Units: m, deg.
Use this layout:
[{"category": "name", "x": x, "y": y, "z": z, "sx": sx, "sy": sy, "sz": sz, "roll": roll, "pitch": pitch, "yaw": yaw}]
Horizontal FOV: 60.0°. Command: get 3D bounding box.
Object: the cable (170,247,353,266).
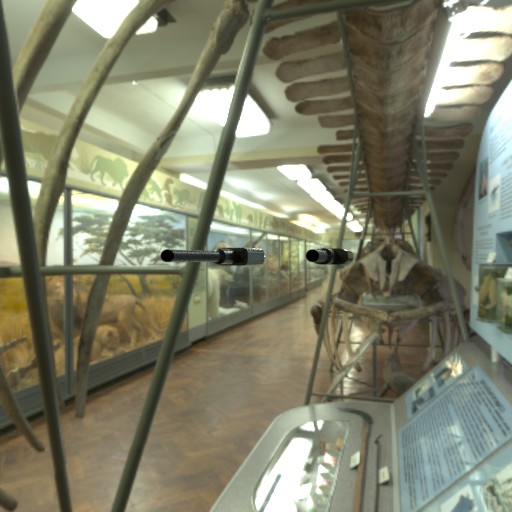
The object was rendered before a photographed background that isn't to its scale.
[{"category": "cable", "x": 0.000, "y": 0.000, "z": 0.109, "sx": 0.040, "sy": 0.006, "sz": 0.098, "roll": 0, "pitch": 0, "yaw": 17}]
